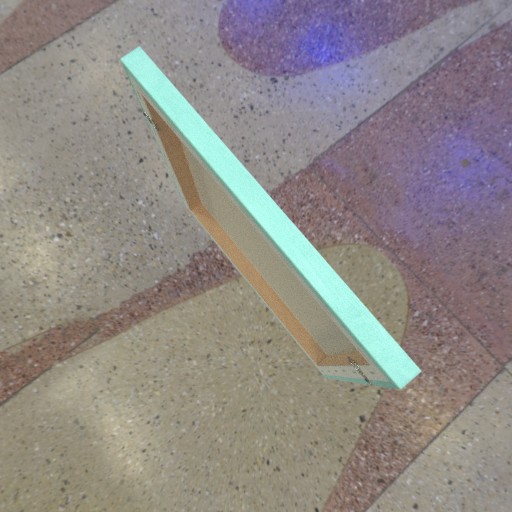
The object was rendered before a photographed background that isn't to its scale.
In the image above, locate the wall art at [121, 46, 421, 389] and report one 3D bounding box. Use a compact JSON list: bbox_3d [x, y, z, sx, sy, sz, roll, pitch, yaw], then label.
[{"bbox_3d":[0.000,0.000,1.131,0.054,0.766,0.765,-38,79,-9],"label":"wall art"}]
